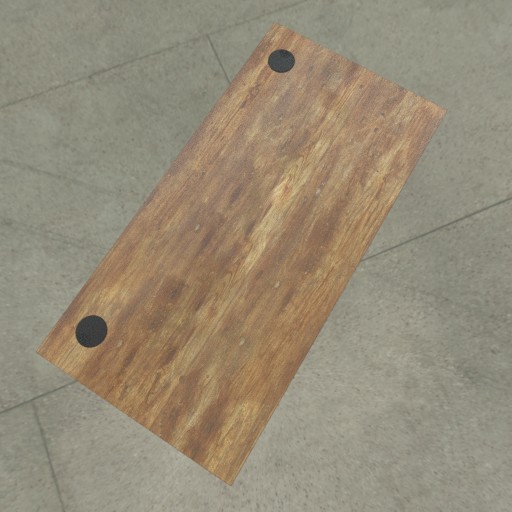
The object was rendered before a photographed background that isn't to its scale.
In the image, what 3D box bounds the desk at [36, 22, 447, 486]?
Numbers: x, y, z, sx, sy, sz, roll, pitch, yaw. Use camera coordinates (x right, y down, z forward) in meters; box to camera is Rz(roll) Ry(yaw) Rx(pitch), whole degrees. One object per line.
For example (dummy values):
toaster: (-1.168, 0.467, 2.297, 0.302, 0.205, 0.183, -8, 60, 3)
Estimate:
desk: (0.000, 0.000, 1.593, 0.600, 0.749, 1.200, 31, 78, 7)
